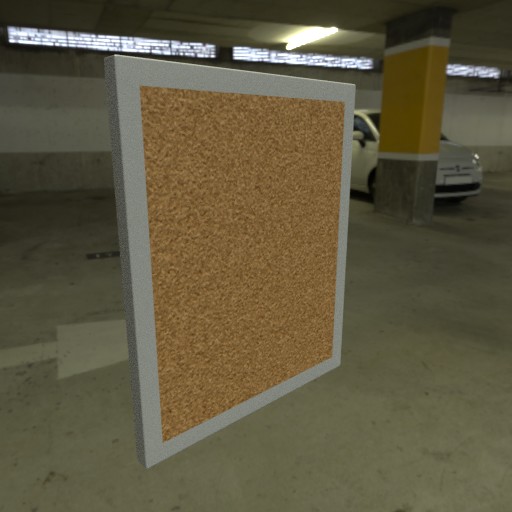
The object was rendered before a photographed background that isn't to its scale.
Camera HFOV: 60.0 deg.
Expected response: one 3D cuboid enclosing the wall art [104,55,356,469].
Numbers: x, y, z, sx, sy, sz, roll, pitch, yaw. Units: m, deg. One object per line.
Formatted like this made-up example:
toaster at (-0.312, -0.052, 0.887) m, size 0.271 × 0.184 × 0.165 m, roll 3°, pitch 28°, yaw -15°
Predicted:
wall art at (0.000, 0.000, 0.726) m, size 0.454 × 0.556 × 0.028 m, roll -13°, pitch 20°, yaw -40°
